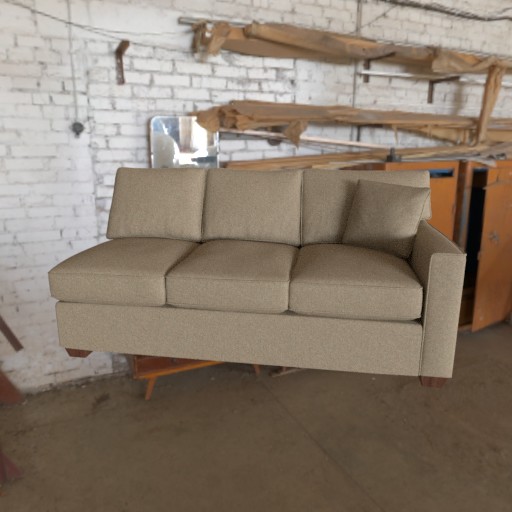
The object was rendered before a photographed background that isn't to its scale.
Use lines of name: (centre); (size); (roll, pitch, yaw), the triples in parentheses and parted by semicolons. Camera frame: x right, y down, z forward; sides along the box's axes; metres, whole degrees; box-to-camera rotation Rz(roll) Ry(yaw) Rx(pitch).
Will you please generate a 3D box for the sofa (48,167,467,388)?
sofa: (0.000, 0.000, 2.507); (1.963, 0.946, 1.034); (2, 14, 9)
